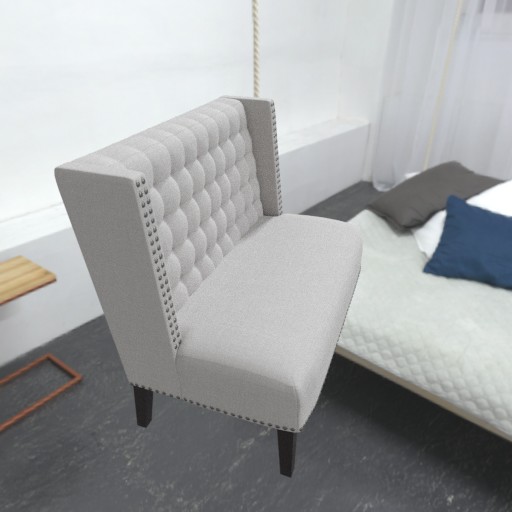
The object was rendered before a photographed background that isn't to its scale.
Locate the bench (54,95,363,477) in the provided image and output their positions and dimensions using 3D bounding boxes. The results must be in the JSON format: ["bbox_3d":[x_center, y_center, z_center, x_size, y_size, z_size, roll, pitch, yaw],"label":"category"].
[{"bbox_3d":[0.000,0.000,1.993,0.847,1.123,1.280,11,32,18],"label":"bench"}]
